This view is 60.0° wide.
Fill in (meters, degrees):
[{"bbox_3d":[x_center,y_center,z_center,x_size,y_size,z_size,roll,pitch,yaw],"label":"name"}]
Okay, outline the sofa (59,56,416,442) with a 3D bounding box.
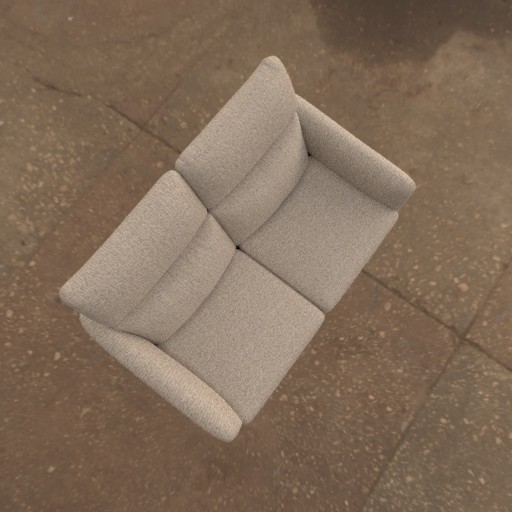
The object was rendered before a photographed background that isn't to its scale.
[{"bbox_3d":[0.000,0.000,2.156,0.905,0.950,1.540,37,79,9],"label":"sofa"}]
